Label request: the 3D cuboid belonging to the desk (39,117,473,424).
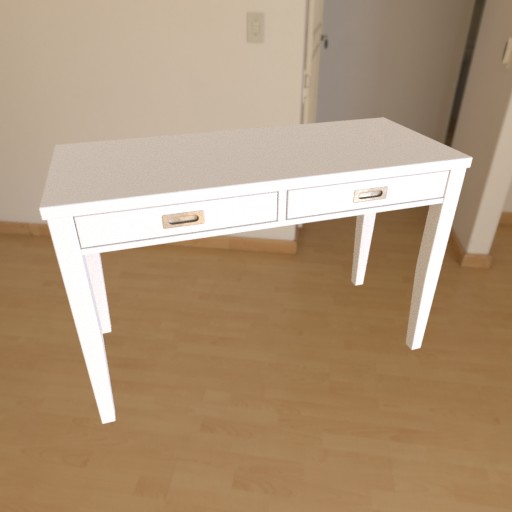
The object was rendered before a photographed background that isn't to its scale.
[{"bbox_3d":[0.000,0.000,1.594,1.220,0.775,0.508,-9,32,-15],"label":"desk"}]
